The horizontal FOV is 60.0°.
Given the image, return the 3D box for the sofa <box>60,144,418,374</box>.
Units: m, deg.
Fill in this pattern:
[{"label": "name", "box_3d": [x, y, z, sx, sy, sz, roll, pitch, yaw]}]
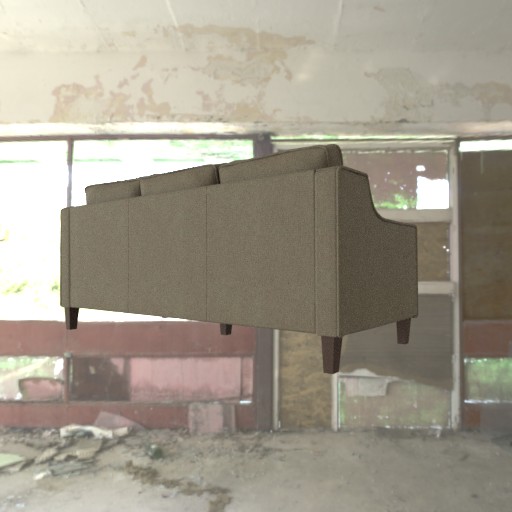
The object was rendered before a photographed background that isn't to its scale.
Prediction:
[{"label": "sofa", "box_3d": [0.000, 0.000, 3.302, 2.317, 1.081, 1.858, -1, -2, 38]}]
